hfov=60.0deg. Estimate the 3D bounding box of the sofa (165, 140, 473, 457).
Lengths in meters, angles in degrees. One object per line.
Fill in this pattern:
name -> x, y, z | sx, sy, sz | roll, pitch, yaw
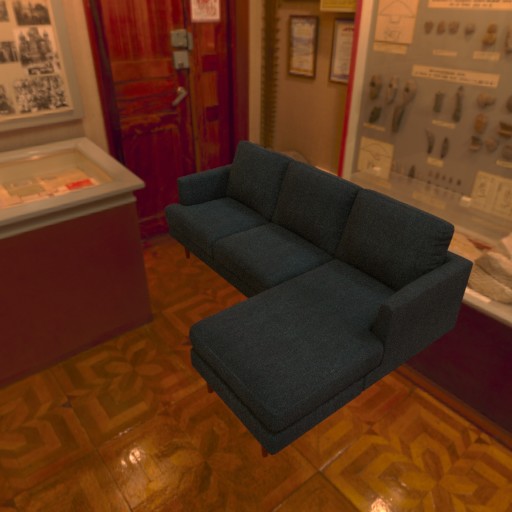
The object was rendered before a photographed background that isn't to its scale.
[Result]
sofa -> 0.000, 0.000, 3.051 | 1.504, 0.956, 2.233 | -22, 37, -31
